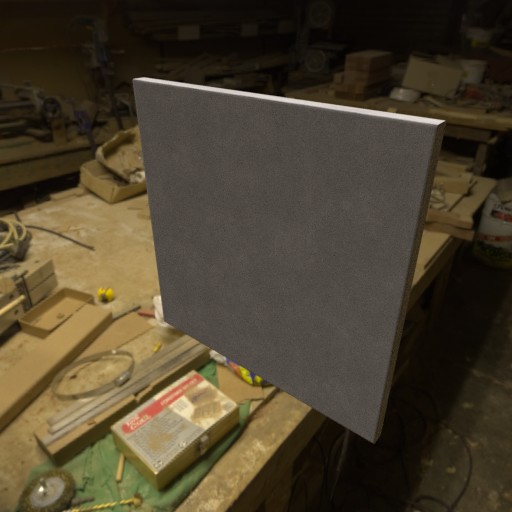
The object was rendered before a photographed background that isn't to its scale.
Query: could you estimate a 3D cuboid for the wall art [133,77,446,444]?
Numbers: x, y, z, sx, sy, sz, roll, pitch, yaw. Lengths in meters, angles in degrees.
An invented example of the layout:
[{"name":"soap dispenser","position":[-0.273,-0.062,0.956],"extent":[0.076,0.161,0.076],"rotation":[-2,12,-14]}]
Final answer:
[{"name":"wall art","position":[0.000,0.000,0.438],"extent":[0.303,0.303,0.015],"rotation":[22,36,33]}]
